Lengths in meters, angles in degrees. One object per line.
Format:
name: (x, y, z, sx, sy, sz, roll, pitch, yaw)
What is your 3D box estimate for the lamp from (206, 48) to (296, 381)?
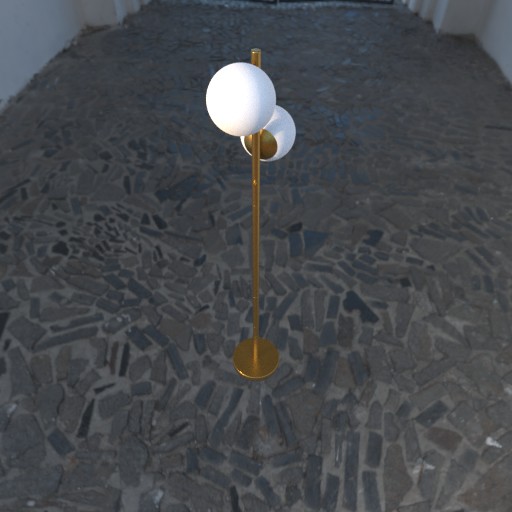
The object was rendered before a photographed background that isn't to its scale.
lamp: (0.000, 0.000, 1.808, 0.249, 1.641, 0.419, 15, 48, 14)
